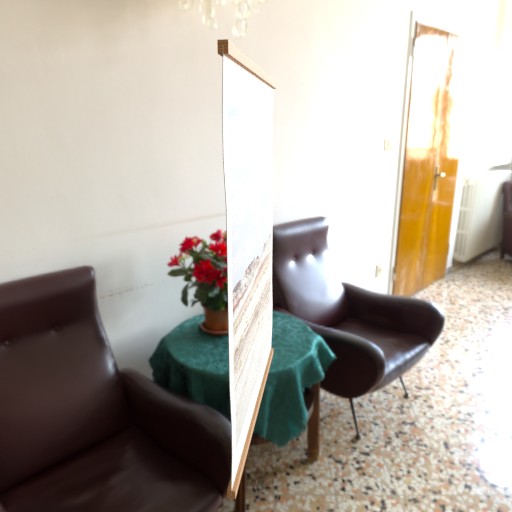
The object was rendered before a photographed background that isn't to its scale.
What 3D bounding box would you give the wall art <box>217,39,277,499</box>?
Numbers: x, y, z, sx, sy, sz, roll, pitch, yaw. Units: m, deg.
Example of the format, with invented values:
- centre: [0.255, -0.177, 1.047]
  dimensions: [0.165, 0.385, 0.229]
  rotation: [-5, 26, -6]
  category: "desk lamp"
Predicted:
- centre: [0.000, 0.000, 1.286]
  dimensions: [0.020, 1.016, 0.739]
  rotation: [3, 16, 9]
  category: "wall art"
